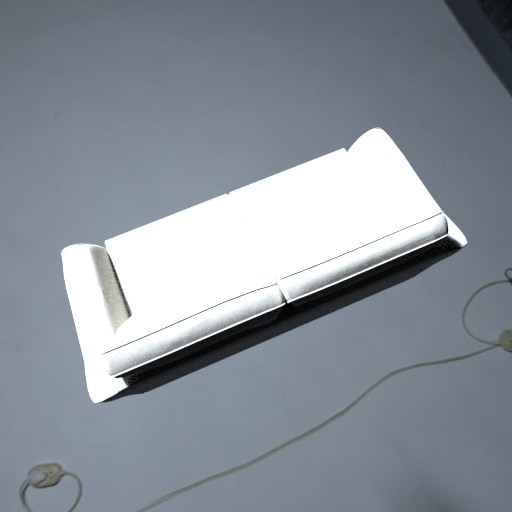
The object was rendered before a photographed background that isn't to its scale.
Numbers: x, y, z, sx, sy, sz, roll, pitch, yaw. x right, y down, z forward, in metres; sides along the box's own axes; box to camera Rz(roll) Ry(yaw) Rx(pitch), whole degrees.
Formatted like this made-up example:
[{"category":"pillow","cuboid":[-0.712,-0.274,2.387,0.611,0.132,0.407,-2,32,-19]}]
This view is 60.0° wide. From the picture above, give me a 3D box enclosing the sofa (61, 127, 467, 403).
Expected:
[{"category":"sofa","cuboid":[0.000,0.000,2.806,2.270,0.965,0.980,-22,76,-6]}]
